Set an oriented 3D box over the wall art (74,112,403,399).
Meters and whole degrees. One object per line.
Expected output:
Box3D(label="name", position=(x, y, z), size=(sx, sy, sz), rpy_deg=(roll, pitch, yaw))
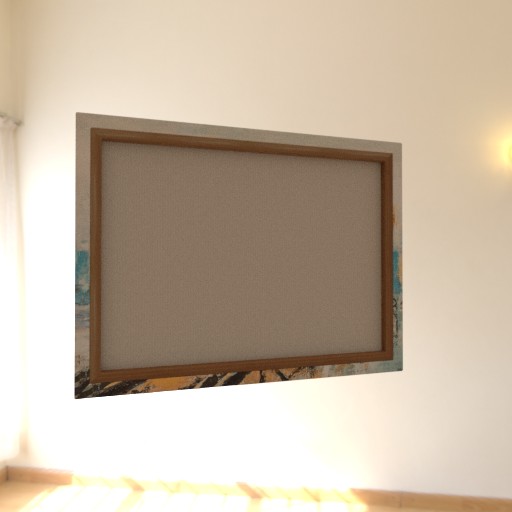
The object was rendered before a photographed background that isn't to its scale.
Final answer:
Box3D(label="wall art", position=(0.000, 0.000, 1.341), size=(1.016, 0.762, 0.038), rpy_deg=(0, -1, -18))
